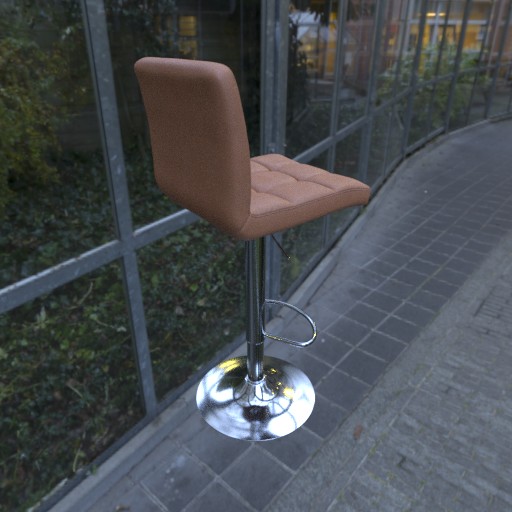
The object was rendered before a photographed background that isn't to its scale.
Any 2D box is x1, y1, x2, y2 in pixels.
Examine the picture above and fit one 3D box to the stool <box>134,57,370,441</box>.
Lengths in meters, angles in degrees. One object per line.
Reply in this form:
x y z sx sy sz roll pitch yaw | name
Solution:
0.000 0.000 1.357 0.505 1.115 0.430 -18 31 -32 | stool
